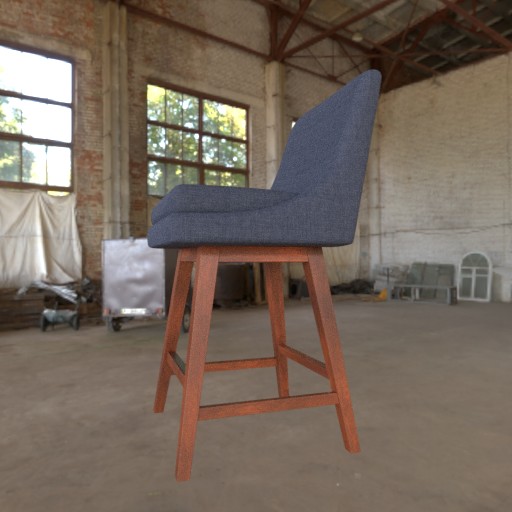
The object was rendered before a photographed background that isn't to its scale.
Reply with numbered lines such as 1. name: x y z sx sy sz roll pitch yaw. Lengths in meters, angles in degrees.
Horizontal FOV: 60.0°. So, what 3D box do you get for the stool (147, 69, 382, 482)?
1. stool: 0.000 0.000 1.164 0.524 0.895 0.467 0 0 -19
